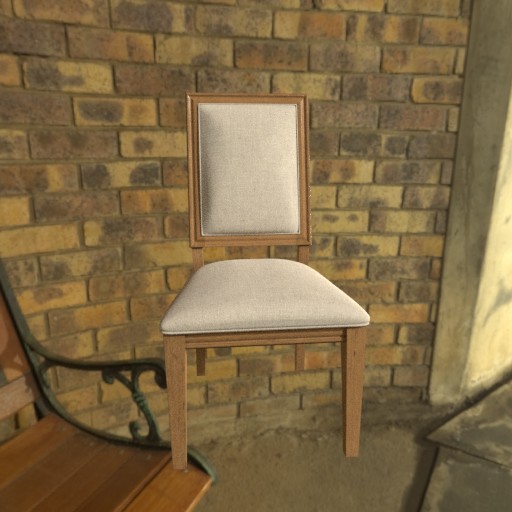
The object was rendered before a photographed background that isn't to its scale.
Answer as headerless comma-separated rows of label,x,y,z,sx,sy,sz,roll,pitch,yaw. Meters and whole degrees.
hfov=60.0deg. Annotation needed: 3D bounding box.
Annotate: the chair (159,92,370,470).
chair,0.000,0.000,1.348,0.536,0.988,0.601,-1,15,-6
